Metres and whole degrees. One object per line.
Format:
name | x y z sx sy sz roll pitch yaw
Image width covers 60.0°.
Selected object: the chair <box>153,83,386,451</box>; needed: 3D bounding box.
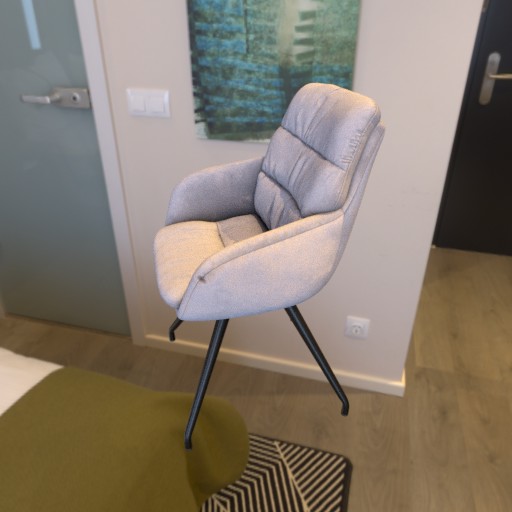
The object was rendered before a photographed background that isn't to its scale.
chair | 0.000 0.000 1.272 0.569 0.888 0.579 -7 30 -13
